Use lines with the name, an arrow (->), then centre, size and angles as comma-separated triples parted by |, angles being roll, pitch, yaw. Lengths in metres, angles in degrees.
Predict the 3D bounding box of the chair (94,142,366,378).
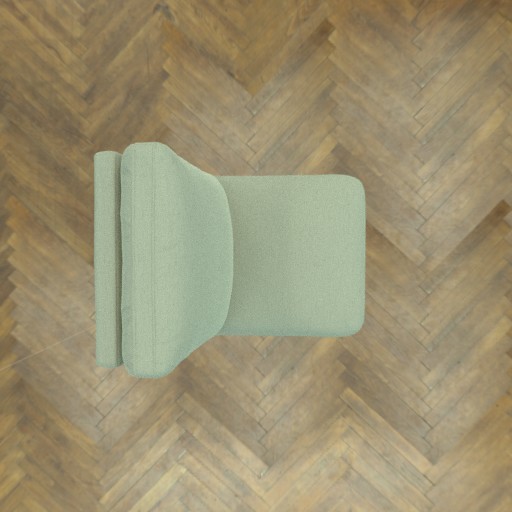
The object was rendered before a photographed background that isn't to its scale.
chair -> 0.000, 0.000, 1.350 | 0.698, 0.927, 0.503 | 0, 91, 1
